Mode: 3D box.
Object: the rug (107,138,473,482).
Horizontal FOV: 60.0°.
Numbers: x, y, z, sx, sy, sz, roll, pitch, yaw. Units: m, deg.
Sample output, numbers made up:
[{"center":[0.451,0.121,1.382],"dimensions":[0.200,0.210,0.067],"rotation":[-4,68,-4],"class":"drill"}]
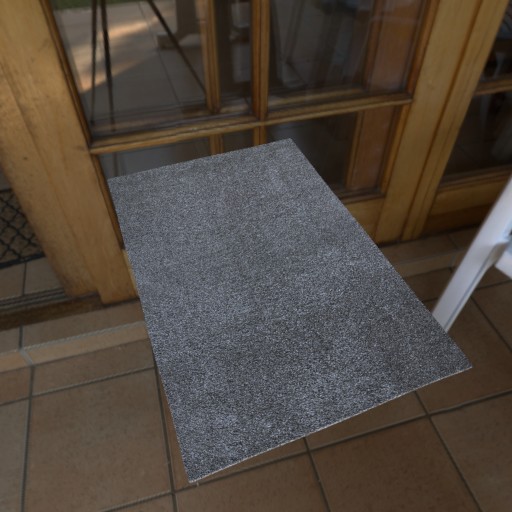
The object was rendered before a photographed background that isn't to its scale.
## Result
[{"center":[0.000,0.000,3.347],"dimensions":[1.802,0.026,2.699],"rotation":[-16,49,-14],"class":"rug"}]
